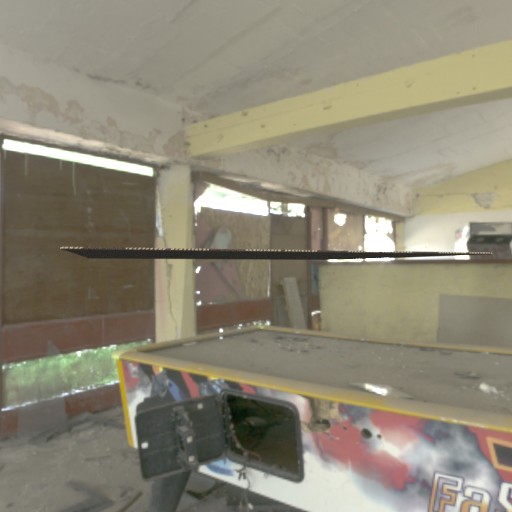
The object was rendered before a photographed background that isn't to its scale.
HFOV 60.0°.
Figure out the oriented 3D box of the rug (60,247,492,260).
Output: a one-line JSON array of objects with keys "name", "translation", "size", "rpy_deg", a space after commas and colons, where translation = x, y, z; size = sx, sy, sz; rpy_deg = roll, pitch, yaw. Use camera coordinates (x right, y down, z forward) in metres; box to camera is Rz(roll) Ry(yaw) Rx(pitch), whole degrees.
[{"name": "rug", "translation": [0.000, 0.000, 4.088], "size": [3.048, 0.016, 2.438], "rpy_deg": [0, -2, -17]}]
